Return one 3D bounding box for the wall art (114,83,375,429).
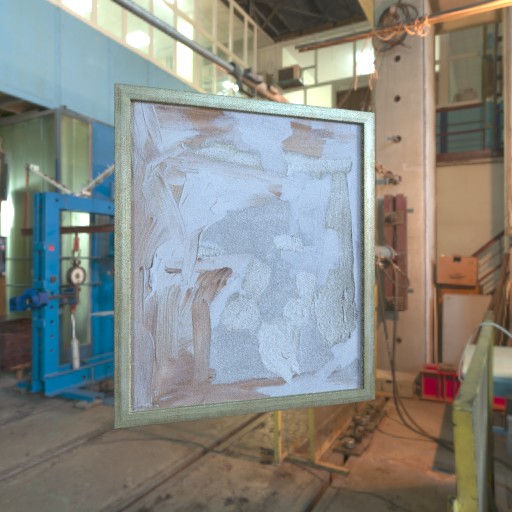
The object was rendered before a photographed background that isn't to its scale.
[{"bbox_3d":[0.000,0.000,0.792,0.483,0.559,0.009,0,0,-18],"label":"wall art"}]
